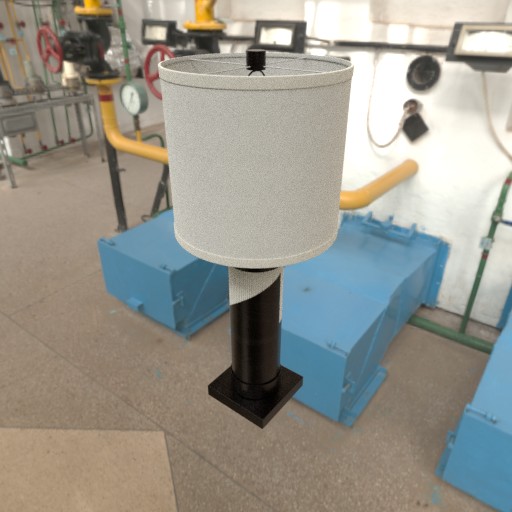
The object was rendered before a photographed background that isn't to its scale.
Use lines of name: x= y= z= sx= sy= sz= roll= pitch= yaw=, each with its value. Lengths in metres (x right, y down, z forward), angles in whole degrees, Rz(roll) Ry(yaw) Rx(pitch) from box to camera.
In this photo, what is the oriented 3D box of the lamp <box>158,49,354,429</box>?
lamp: x=0.000 y=0.000 z=0.603 sx=0.211 sy=0.509 sz=0.211 roll=21 pitch=36 yaw=32
